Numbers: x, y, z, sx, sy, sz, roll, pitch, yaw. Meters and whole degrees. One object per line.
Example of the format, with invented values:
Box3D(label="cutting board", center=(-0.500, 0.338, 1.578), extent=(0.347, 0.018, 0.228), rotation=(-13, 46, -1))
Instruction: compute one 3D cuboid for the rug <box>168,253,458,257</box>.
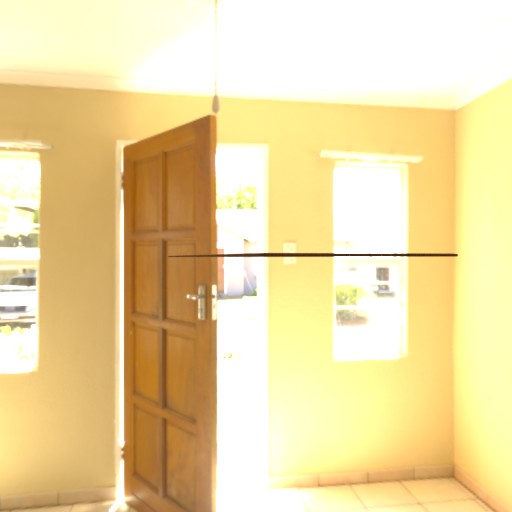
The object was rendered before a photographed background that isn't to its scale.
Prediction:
Box3D(label="rug", center=(0.000, 0.000, 2.655), extent=(0.769, 0.012, 2.448), rotation=(0, 0, -18))
